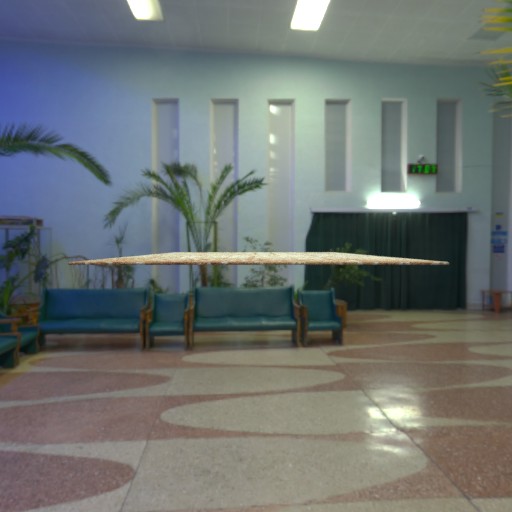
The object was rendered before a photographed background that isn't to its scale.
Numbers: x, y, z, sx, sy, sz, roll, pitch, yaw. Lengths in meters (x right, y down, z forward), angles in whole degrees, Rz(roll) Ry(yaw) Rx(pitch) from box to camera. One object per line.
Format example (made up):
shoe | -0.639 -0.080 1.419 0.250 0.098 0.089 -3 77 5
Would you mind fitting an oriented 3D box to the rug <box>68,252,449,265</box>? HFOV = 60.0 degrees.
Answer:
rug | 0.000 0.000 2.974 1.517 0.011 2.435 0 1 -1
